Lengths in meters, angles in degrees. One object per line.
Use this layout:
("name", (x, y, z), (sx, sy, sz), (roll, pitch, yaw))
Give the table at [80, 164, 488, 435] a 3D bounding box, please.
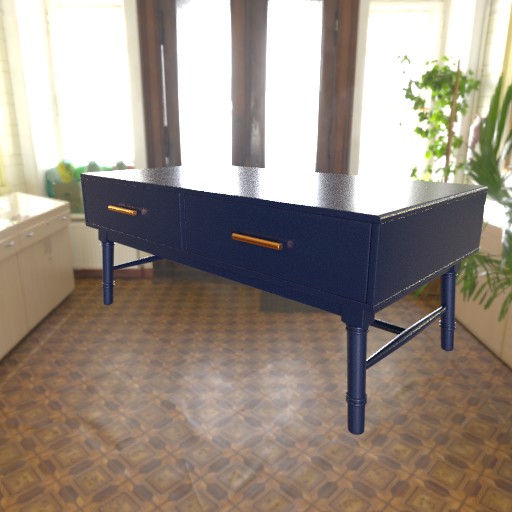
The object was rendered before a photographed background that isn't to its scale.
("table", (0.000, 0.000, 1.328), (1.067, 0.457, 0.572), (15, 21, 41))
